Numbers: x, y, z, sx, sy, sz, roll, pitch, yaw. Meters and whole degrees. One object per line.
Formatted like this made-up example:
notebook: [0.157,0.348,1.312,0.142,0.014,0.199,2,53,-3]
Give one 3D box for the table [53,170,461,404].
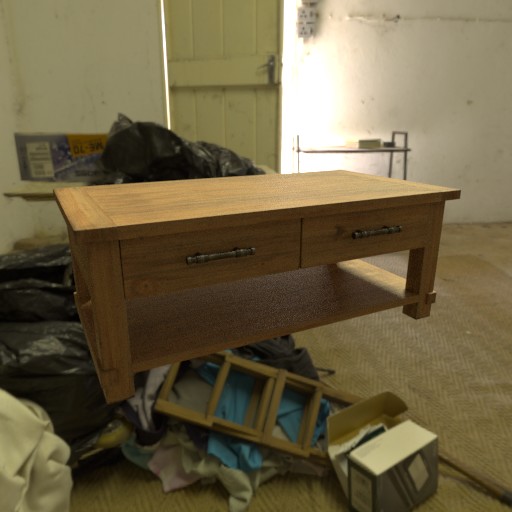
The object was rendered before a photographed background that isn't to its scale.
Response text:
table: [0.000,0.000,1.632,1.270,0.494,0.693,-9,20,-26]
